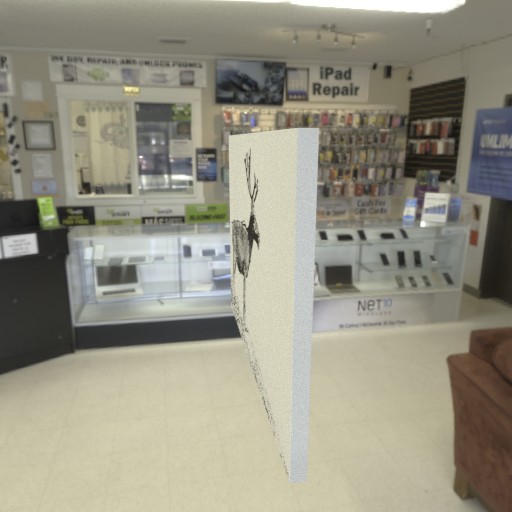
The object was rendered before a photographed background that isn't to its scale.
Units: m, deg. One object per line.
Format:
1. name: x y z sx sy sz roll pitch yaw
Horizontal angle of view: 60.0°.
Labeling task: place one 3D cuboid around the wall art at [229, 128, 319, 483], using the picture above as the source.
1. wall art: 0.000 0.000 1.158 0.033 0.617 0.906 -2 15 -9
